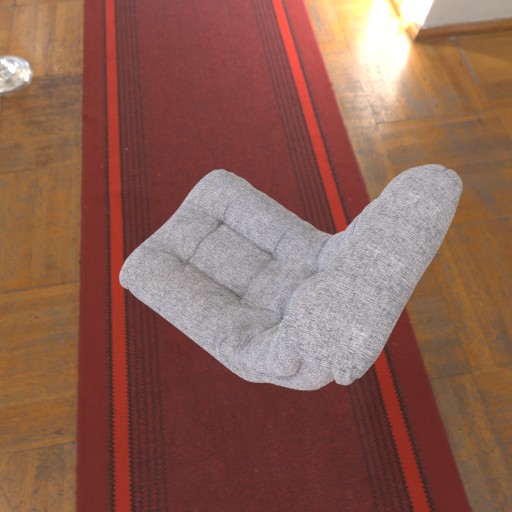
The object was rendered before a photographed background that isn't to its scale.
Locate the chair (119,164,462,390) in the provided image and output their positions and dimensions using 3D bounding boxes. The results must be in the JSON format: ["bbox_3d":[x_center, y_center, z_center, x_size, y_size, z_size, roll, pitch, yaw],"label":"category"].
[{"bbox_3d":[0.000,0.000,0.942,0.583,0.600,0.400,33,69,15],"label":"chair"}]
